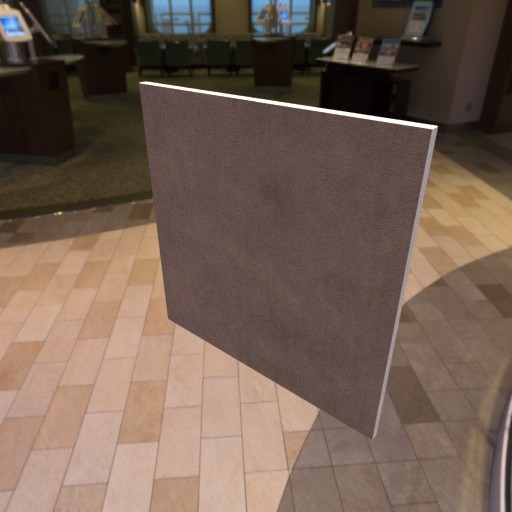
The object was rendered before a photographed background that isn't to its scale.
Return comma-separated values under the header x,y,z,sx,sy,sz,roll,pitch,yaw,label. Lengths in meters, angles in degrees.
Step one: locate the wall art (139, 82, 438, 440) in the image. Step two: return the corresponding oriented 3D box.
x,y,z,sx,sy,sz,roll,pitch,yaw,label
0.000,0.000,0.978,0.664,0.661,0.020,22,36,34,wall art
